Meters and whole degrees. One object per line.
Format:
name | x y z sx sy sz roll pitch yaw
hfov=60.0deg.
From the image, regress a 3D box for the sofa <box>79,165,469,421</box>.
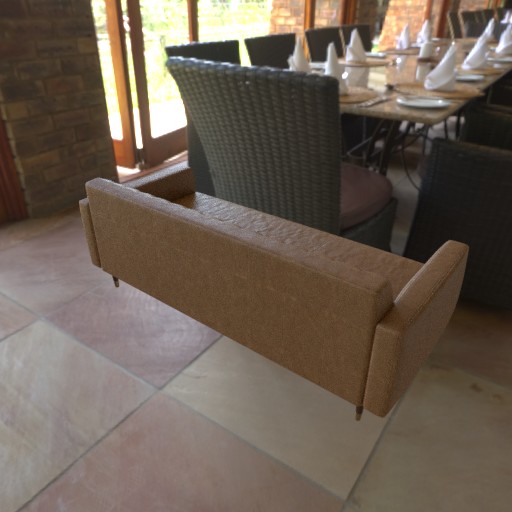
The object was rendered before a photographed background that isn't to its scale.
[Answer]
sofa | 0.000 0.000 2.785 2.291 0.821 0.990 21 36 32
